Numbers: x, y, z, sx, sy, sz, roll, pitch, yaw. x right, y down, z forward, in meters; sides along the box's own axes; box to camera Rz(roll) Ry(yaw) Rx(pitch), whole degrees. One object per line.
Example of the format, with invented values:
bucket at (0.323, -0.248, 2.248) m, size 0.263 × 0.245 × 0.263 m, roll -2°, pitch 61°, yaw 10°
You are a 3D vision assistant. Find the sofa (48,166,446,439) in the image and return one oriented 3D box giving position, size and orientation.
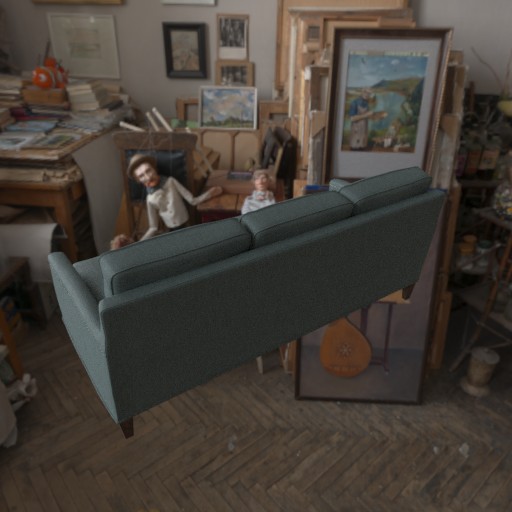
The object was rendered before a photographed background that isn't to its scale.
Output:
sofa at (0.000, 0.000, 2.782) m, size 2.246 × 1.003 × 1.084 m, roll -19°, pitch 35°, yaw -29°
